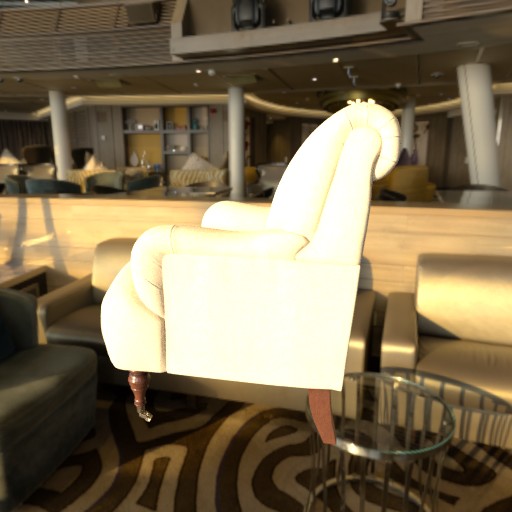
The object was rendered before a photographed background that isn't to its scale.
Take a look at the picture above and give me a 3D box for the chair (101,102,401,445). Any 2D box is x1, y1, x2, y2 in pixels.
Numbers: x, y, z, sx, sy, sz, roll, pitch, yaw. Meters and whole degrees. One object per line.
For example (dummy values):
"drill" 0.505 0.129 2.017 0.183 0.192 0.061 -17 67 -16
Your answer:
"chair" 0.000 0.000 1.532 0.842 0.944 0.766 2 13 10
